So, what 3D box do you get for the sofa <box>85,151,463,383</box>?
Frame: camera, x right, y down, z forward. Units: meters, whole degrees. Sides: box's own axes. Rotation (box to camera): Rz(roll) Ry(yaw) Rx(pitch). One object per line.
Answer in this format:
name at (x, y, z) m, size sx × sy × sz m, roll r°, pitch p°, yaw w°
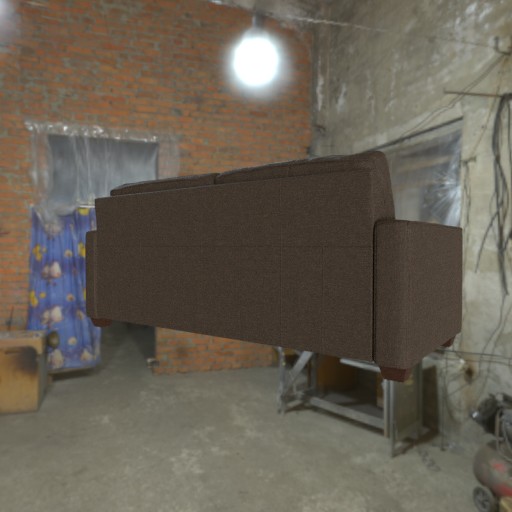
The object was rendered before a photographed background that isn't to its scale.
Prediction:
sofa at (0.000, 0.000, 2.572) m, size 2.080 × 0.919 × 0.940 m, roll 1°, pitch 2°, yaw 36°
